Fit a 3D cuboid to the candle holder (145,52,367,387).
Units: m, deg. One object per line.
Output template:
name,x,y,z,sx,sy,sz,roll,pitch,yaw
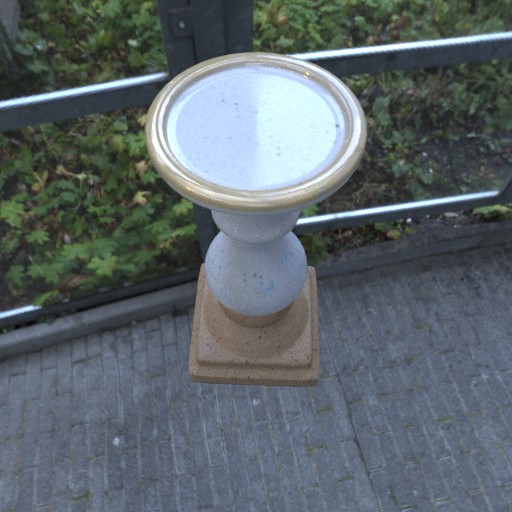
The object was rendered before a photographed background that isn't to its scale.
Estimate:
candle holder,0.000,0.000,0.303,0.110,0.239,0.110,2,58,1
